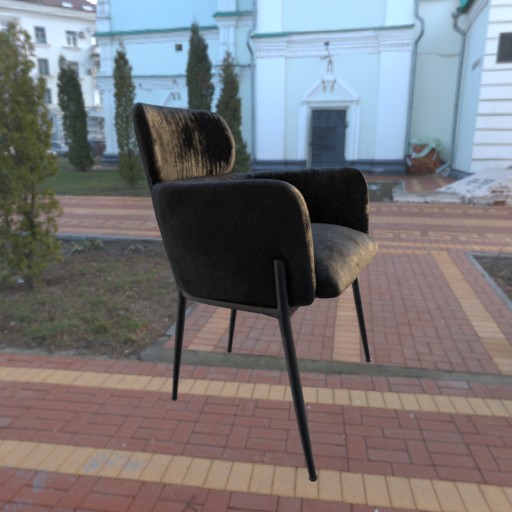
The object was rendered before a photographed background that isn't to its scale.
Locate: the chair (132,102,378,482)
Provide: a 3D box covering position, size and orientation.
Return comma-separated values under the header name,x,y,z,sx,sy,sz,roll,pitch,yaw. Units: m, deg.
name,x,y,z,sx,sy,sz,roll,pitch,yaw
chair,0.000,0.000,1.248,0.604,0.818,0.640,7,16,24
